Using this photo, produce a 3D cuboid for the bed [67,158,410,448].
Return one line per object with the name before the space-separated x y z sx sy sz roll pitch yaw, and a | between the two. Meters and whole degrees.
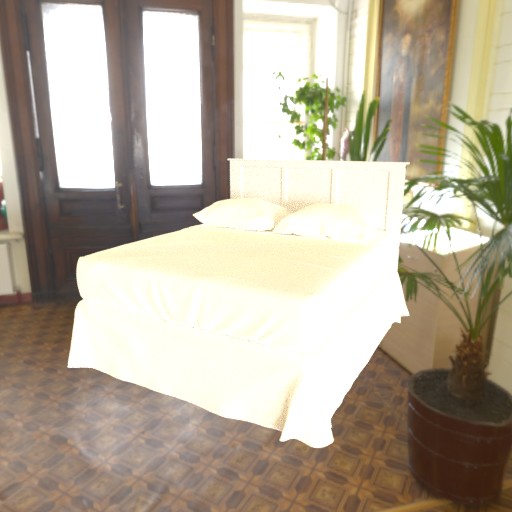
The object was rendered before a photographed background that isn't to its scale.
bed | 0.000 0.000 3.164 1.876 1.269 2.047 8 16 28
